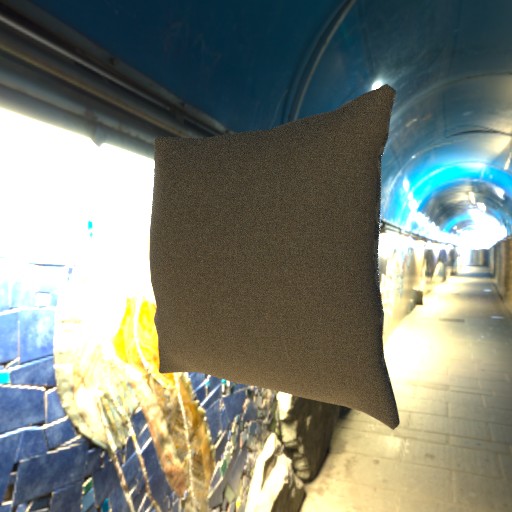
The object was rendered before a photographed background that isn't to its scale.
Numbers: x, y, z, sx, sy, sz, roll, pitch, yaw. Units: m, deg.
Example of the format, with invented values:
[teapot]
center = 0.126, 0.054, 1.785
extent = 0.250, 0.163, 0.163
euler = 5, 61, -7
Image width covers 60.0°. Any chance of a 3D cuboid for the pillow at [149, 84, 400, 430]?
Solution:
[pillow]
center = 0.000, 0.000, 0.786
extent = 0.508, 0.498, 0.215
euler = 0, 0, 36
